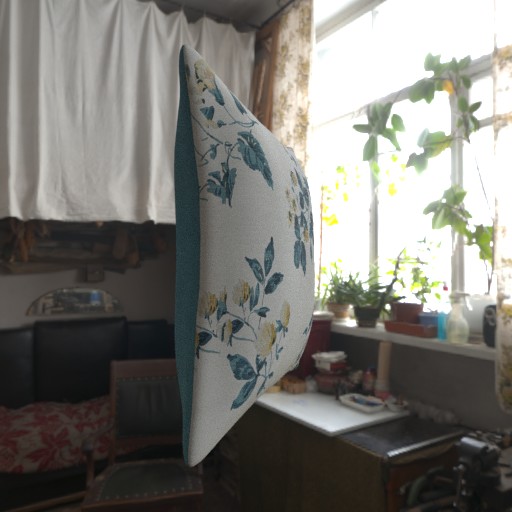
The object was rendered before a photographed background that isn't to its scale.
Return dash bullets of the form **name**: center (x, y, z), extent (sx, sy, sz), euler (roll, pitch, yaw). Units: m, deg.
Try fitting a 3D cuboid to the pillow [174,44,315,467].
- **pillow**: center (0.000, 0.000, 0.773), extent (0.166, 0.507, 0.526), euler (0, -1, 19)
